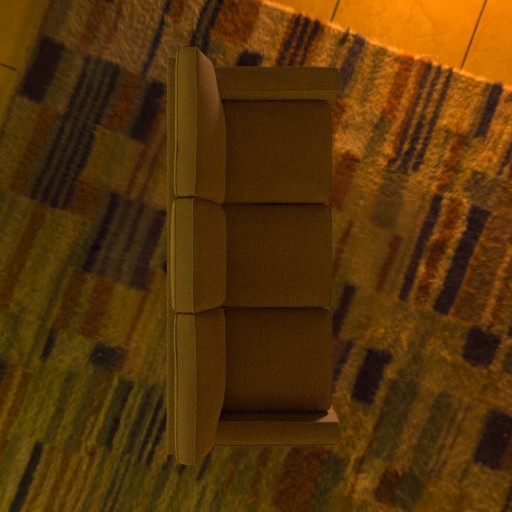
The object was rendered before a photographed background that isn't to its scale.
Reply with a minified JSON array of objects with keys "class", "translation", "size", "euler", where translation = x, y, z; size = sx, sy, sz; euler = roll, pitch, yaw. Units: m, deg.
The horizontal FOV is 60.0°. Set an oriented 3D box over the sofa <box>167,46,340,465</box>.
[{"class":"sofa","translation":[0.000,0.000,2.552],"size":[0.936,0.862,2.093],"euler":[0,90,0]}]
